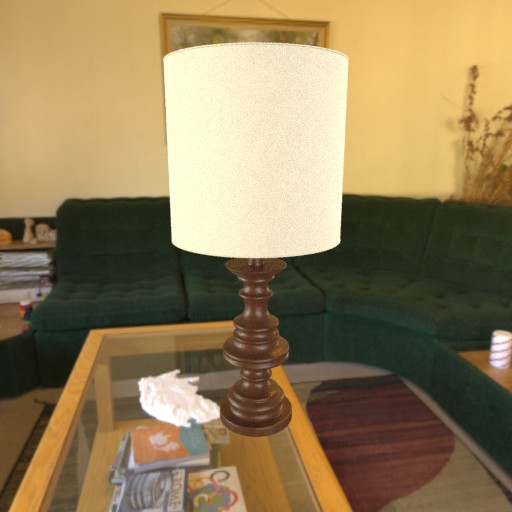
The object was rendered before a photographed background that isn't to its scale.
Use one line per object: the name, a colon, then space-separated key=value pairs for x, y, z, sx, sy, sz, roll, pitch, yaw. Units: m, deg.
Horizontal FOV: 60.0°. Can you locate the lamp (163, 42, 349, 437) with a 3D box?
lamp: x=0.000 y=0.000 z=0.562 sx=0.208 sy=0.455 sz=0.208 roll=-7 pitch=16 yaw=-27
